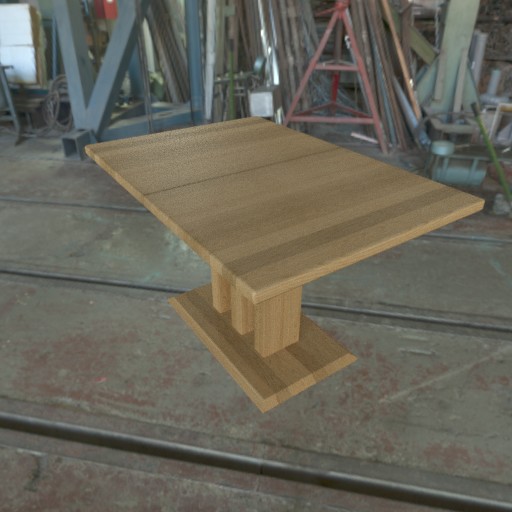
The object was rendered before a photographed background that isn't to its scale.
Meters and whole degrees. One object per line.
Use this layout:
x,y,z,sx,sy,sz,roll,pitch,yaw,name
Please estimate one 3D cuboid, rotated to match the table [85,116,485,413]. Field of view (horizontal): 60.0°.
0.000,0.000,1.859,0.900,0.770,1.300,-20,36,-29,table
